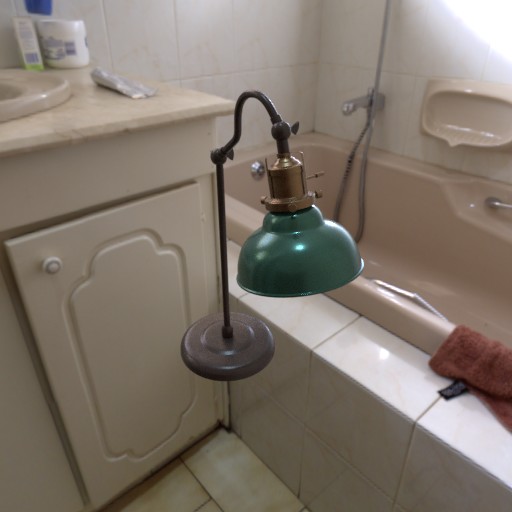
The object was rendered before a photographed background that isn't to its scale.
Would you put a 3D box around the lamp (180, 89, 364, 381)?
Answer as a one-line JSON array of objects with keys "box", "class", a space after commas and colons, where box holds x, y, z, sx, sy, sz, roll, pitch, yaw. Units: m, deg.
[{"box": [0.000, 0.000, 0.714, 0.192, 0.508, 0.374, -22, 37, -33], "class": "lamp"}]
